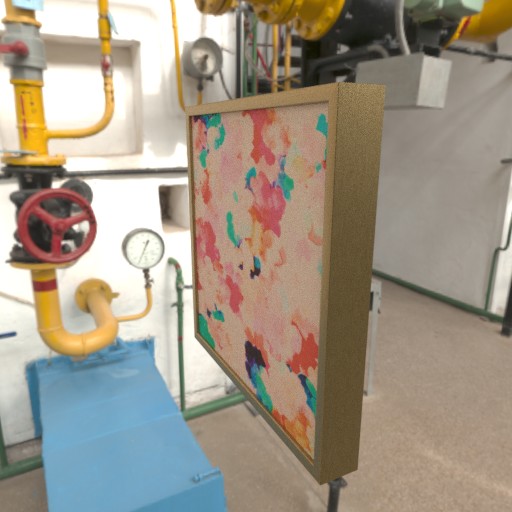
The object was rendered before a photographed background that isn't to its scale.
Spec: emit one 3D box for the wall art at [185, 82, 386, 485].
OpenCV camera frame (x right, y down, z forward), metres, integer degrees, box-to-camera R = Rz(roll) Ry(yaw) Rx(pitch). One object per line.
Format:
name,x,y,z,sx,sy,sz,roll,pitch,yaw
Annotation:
wall art,0.000,0.000,0.456,0.038,0.305,0.304,-8,17,-26
